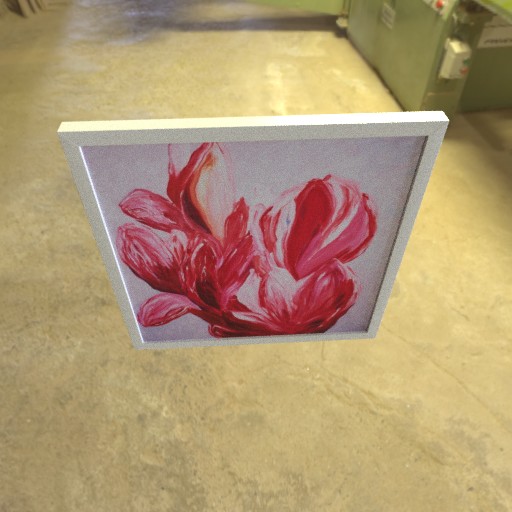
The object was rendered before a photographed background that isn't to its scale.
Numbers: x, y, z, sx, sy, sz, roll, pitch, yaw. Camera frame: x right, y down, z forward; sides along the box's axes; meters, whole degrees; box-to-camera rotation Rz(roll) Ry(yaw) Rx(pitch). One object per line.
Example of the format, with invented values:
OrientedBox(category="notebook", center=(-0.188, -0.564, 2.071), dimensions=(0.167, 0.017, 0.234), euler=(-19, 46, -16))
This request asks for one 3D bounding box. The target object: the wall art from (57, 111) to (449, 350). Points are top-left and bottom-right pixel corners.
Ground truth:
OrientedBox(category="wall art", center=(0.000, 0.000, 0.683), dimensions=(0.455, 0.453, 0.023), euler=(-2, 46, -2))
